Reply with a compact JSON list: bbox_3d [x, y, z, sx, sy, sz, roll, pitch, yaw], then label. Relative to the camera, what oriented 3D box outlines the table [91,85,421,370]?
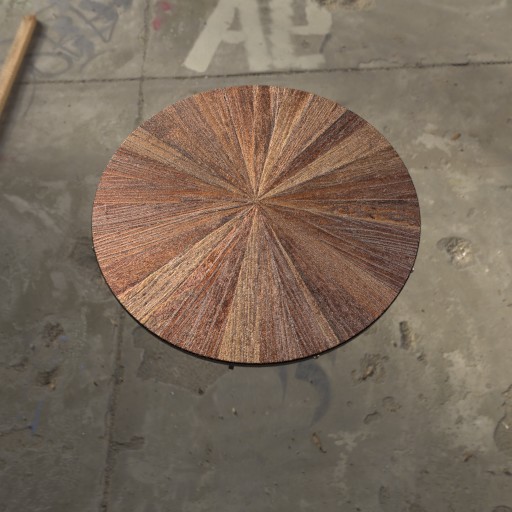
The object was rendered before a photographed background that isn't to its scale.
[{"bbox_3d":[0.000,0.000,1.495,0.885,0.658,0.885,0,63,0],"label":"table"}]
